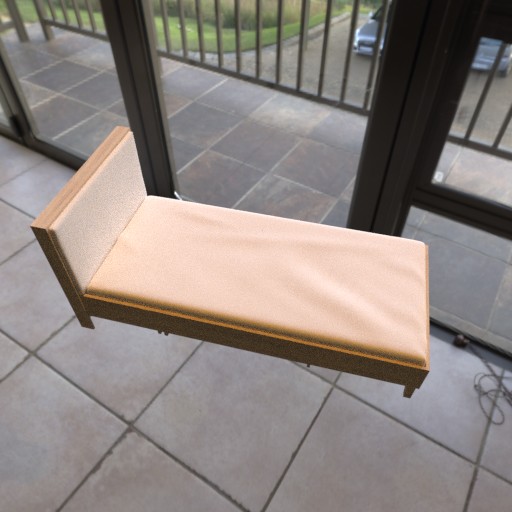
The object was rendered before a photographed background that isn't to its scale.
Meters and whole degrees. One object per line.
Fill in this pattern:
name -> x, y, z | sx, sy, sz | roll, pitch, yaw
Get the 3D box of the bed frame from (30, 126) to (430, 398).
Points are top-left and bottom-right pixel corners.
bed frame -> 0.000, 0.000, 2.755 | 2.140, 0.920, 0.990 | 11, 48, 10
